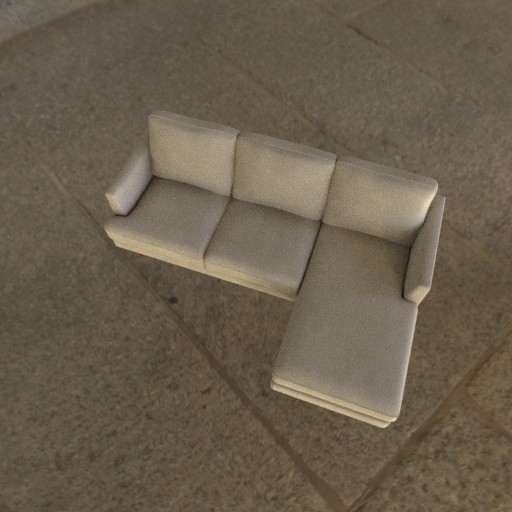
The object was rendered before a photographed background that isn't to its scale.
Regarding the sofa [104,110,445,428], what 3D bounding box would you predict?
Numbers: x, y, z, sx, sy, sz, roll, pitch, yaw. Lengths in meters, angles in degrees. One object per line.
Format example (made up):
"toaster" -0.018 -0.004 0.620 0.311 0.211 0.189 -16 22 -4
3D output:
"sofa" 0.000 0.000 3.032 2.233 0.956 1.504 17 61 10
